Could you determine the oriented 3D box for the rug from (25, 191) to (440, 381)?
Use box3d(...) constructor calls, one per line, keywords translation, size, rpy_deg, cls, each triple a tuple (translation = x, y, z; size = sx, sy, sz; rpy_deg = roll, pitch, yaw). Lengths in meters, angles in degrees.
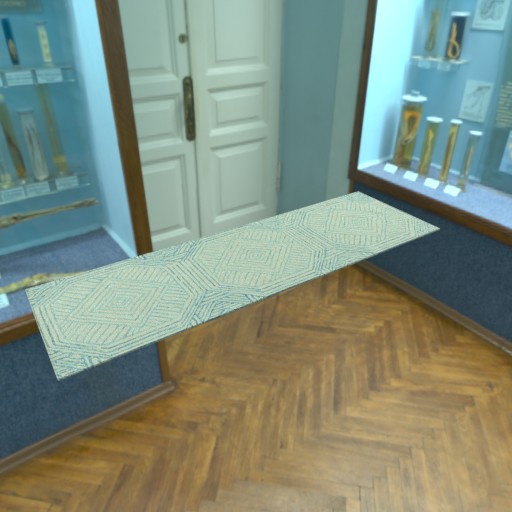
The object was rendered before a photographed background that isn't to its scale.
box3d(translation=(0.000, 0.000, 2.674), size=(2.452, 0.012, 0.775), rpy_deg=(-19, 36, -28), cls="rug")
